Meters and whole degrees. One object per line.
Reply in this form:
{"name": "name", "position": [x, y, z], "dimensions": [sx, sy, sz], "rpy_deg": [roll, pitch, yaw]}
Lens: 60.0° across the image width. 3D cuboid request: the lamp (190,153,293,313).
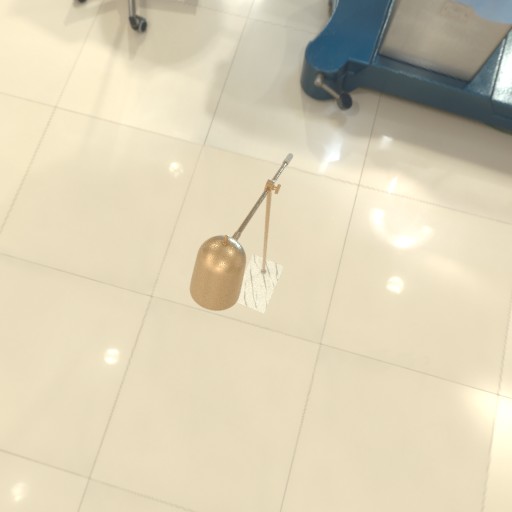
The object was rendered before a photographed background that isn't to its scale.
{"name": "lamp", "position": [0.000, 0.000, 1.803], "dimensions": [0.194, 1.594, 0.653], "rpy_deg": [22, 77, 5]}
